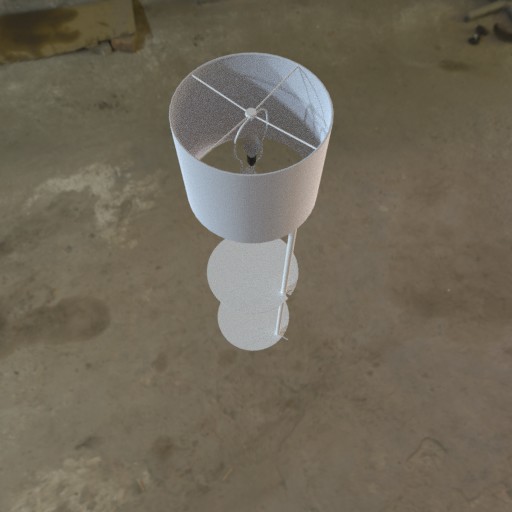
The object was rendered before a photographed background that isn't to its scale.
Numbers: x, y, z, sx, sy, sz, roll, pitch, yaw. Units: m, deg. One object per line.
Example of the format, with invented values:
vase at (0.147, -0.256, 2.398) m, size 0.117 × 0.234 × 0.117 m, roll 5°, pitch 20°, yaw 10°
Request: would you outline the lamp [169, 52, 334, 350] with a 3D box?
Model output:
lamp at (0.000, 0.000, 1.657) m, size 0.405 × 1.465 × 0.372 m, roll 35°, pitch 69°, yaw 16°
